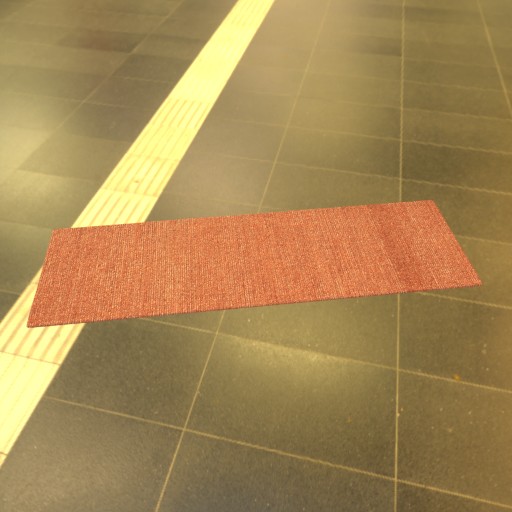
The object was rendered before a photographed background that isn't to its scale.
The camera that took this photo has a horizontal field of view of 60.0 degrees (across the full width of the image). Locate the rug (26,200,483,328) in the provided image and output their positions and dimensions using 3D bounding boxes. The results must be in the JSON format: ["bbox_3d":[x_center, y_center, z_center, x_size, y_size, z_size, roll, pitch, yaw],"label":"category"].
[{"bbox_3d":[0.000,0.000,2.448,2.307,0.012,0.687,-5,48,-4],"label":"rug"}]
